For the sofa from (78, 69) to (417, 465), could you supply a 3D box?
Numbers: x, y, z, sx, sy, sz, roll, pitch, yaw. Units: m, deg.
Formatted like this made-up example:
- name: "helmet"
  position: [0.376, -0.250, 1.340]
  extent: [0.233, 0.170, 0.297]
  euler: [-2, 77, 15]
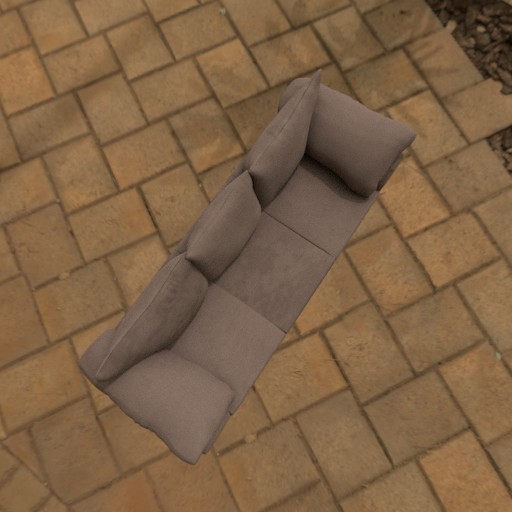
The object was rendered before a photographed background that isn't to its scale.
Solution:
- name: "sofa"
  position: [0.000, 0.000, 2.872]
  extent: [0.893, 0.981, 2.377]
  euler: [34, 78, 8]
